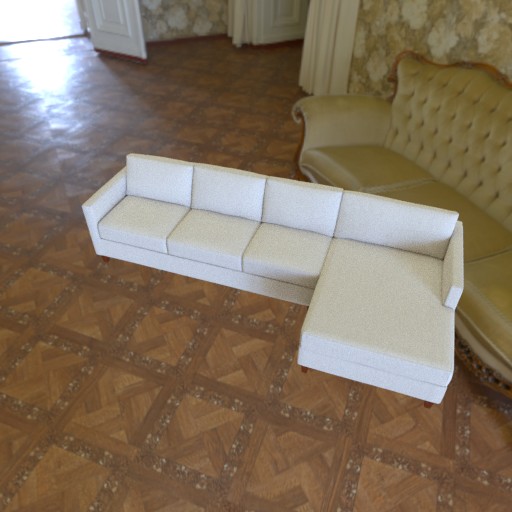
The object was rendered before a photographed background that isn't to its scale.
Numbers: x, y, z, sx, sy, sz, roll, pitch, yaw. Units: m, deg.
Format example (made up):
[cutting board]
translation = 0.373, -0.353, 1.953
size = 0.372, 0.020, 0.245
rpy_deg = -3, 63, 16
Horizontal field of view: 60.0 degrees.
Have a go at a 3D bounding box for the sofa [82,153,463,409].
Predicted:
[sofa]
translation = 0.000, 0.000, 4.078
size = 3.471, 0.954, 1.599
rpy_deg = 13, 42, 14
